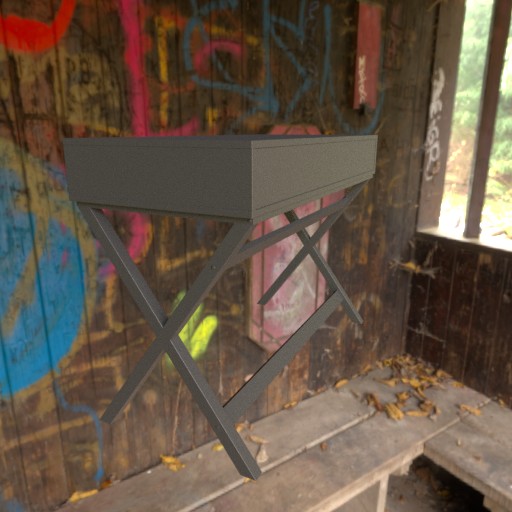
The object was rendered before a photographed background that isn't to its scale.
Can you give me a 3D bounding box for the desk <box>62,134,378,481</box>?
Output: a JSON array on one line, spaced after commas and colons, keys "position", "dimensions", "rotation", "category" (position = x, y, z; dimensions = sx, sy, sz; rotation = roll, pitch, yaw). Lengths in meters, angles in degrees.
[{"position": [0.000, 0.000, 1.495], "dimensions": [0.525, 0.780, 1.057], "rotation": [8, 18, 26], "category": "desk"}]
